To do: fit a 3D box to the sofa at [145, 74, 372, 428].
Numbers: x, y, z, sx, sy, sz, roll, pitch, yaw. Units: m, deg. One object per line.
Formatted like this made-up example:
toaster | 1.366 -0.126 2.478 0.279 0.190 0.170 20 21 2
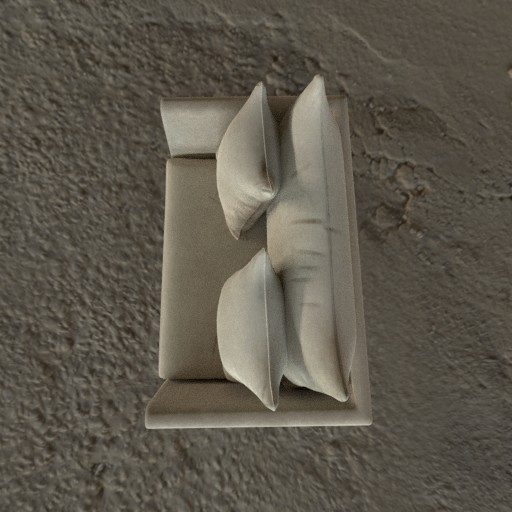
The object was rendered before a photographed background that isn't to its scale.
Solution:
sofa | 0.000 0.000 2.278 1.035 1.040 1.608 -1 75 0
